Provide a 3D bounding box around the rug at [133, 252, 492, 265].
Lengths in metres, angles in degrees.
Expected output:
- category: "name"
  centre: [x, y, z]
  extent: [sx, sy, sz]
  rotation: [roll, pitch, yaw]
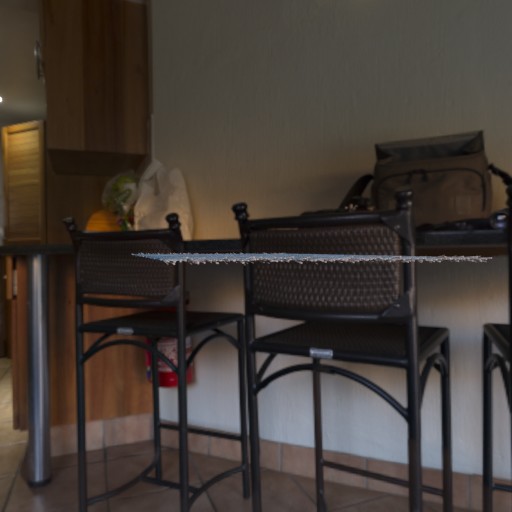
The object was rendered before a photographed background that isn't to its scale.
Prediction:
- category: "rug"
  centre: [0.000, 0.000, 2.345]
  extent: [1.181, 0.028, 1.936]
  rotation: [0, 1, -18]
